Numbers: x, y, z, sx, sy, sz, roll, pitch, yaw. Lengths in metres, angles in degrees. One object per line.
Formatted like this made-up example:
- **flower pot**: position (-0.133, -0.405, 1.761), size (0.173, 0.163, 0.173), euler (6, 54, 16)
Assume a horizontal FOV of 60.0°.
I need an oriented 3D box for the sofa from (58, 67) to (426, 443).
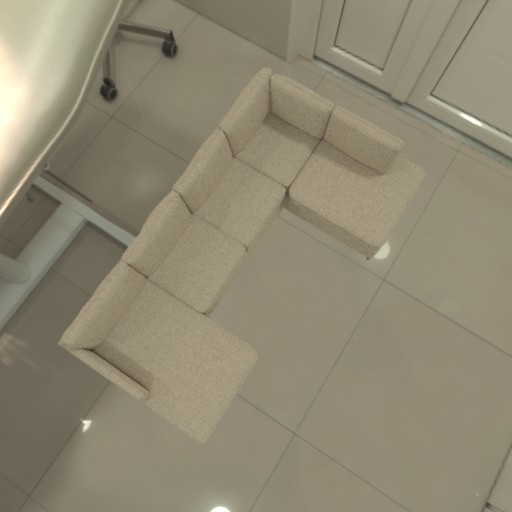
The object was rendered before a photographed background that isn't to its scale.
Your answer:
- **sofa**: position (0.000, 0.000, 4.358), size (2.021, 0.996, 3.423), euler (32, 77, 8)
